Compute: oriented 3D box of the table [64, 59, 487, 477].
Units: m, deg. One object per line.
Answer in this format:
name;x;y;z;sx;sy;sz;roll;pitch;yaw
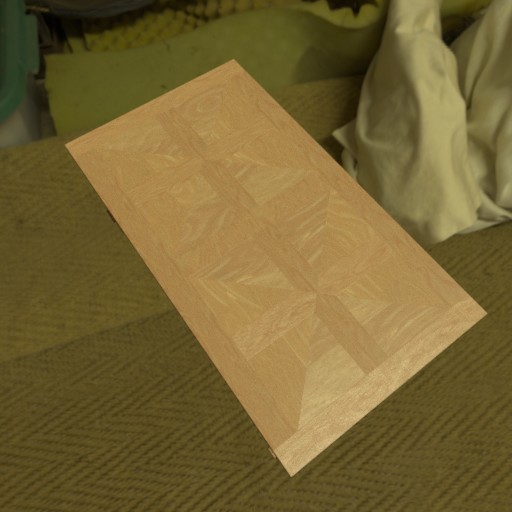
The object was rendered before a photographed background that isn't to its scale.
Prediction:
table;0.000;0.000;1.625;0.711;0.507;1.270;-33;69;-15
